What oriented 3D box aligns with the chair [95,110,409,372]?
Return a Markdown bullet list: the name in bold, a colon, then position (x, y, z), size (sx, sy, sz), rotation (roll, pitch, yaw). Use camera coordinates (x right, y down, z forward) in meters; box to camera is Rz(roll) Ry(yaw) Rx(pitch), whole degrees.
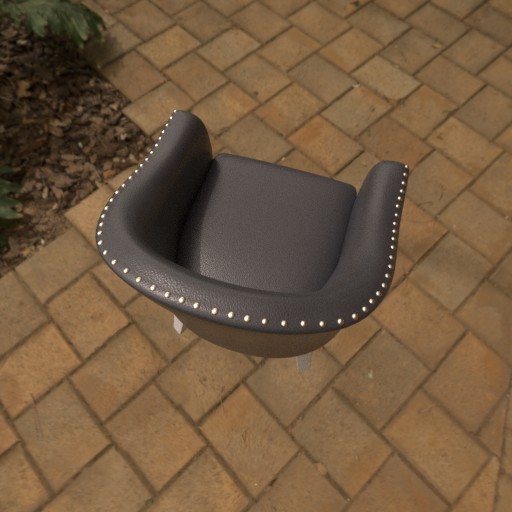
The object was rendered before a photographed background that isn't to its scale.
- **chair**: position (0.000, 0.000, 1.462), size (0.794, 0.823, 0.748), rotation (16, 64, 8)
